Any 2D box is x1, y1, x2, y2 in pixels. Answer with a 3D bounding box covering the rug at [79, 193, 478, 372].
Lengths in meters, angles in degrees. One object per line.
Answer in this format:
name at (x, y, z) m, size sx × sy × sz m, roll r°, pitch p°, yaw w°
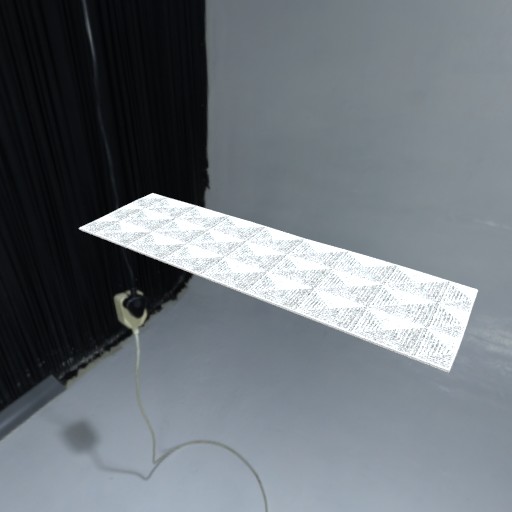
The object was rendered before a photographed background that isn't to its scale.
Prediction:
rug at (0.000, 0.000, 2.430) m, size 2.182 × 0.015 × 0.645 m, roll 19°, pitch 36°, yaw 28°
